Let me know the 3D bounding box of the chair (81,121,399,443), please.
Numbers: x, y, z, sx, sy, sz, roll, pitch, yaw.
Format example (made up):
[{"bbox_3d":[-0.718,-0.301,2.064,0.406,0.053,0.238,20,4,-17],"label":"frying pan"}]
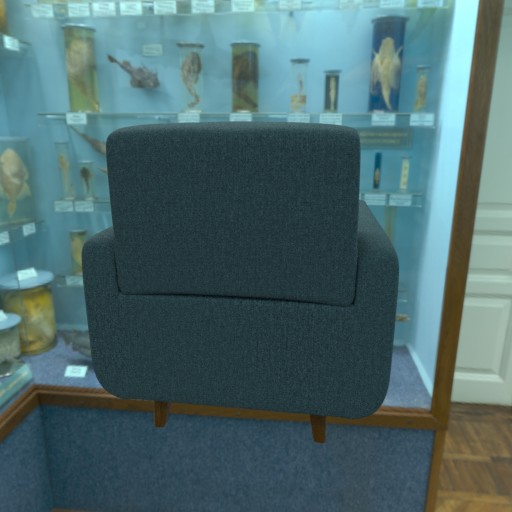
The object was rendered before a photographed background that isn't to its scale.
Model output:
[{"bbox_3d":[0.000,0.000,1.639,0.880,0.940,0.964,2,16,8],"label":"chair"}]
